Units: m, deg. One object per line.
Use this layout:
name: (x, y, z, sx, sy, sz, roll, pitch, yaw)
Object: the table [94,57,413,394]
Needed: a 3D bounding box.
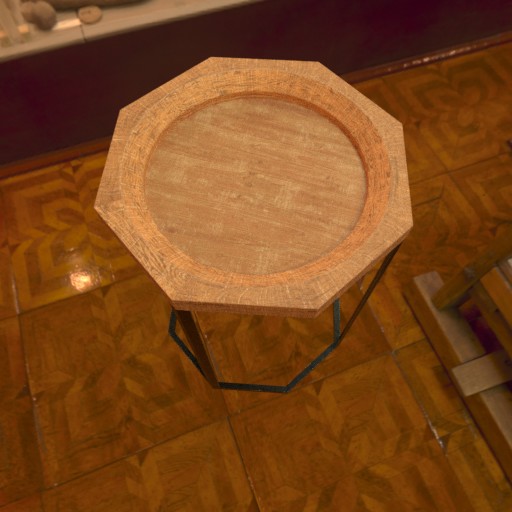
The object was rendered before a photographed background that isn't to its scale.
table: (0.000, 0.000, 0.842, 0.437, 0.553, 0.437, -17, 64, -8)
